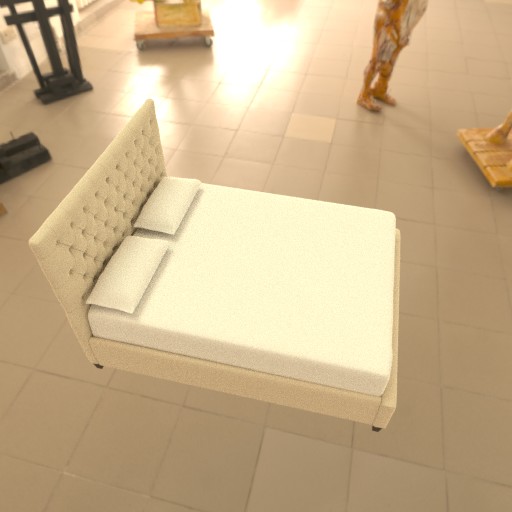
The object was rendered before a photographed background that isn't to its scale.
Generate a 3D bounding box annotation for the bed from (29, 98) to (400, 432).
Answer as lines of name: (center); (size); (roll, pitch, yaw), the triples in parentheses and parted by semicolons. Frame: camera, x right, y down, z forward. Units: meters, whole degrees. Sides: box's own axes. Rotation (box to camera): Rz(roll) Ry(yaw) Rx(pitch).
bed: (0.000, 0.000, 3.330); (2.233, 1.426, 1.696); (10, 48, 9)
